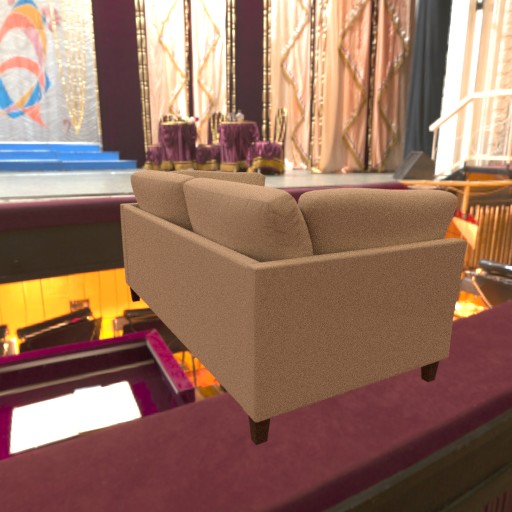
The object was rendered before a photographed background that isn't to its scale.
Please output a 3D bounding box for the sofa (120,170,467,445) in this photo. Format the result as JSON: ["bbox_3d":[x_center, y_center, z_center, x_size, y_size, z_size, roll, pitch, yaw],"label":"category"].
[{"bbox_3d":[0.000,0.000,2.293,0.970,0.836,1.776,-8,16,-28],"label":"sofa"}]
